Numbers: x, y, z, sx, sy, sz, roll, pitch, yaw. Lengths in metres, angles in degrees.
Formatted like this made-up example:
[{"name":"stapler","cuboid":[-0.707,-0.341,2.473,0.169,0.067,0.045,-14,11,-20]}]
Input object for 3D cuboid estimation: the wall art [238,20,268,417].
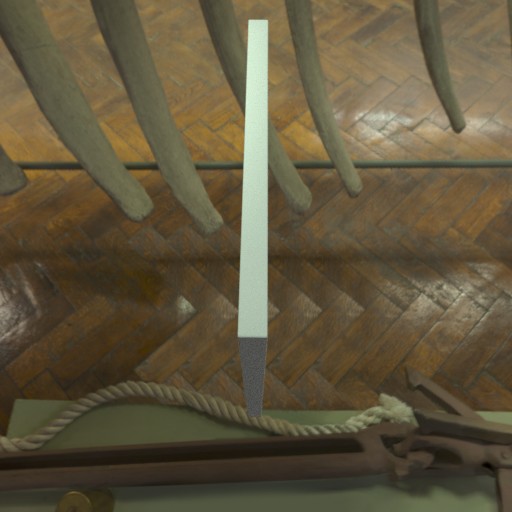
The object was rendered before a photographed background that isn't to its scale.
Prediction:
[{"name":"wall art","cuboid":[0.000,0.000,0.759,0.028,0.556,0.454,1,63,0]}]
